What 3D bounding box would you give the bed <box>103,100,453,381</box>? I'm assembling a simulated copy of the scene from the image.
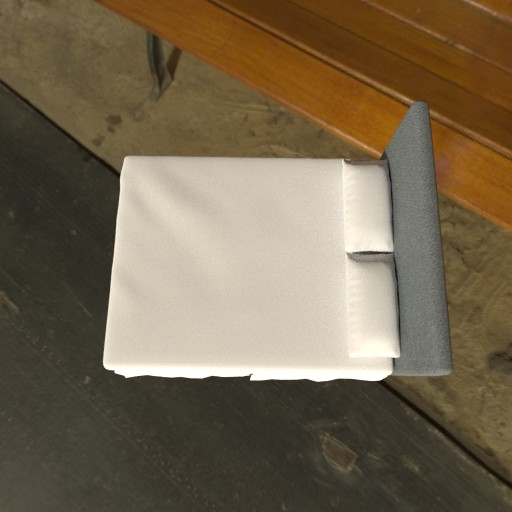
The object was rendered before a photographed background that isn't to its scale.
[{"bbox_3d":[0.000,0.000,3.153,2.142,1.330,1.723,1,75,0],"label":"bed"}]
